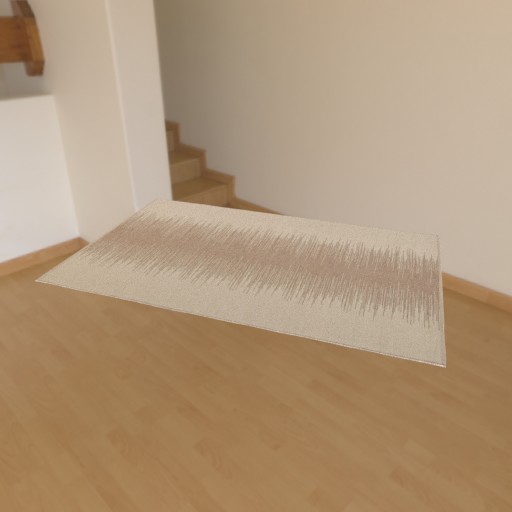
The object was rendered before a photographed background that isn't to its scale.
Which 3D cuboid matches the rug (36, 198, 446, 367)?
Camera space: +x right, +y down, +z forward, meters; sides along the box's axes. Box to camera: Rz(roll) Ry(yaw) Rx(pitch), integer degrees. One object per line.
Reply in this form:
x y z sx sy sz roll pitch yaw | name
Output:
0.000 0.000 3.093 2.440 0.012 1.522 9 30 16 | rug
